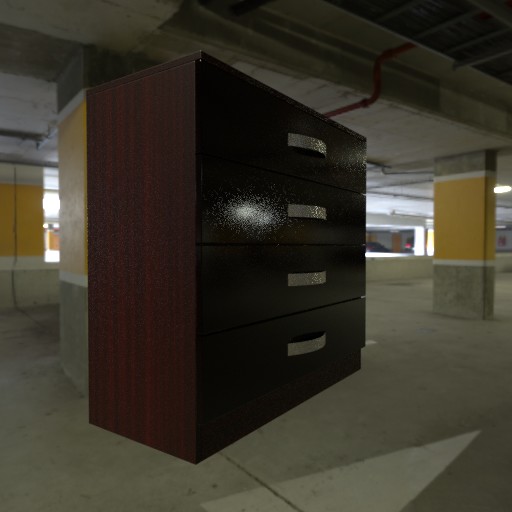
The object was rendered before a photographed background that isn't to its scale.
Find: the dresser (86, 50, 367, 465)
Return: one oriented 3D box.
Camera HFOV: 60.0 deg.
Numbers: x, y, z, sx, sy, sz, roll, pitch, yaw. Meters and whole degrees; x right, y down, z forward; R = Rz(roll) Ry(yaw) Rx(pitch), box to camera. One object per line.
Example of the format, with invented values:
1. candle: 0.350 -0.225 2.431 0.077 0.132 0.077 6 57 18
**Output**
1. dresser: 0.000 0.000 1.157 0.360 0.720 0.750 1 2 35
